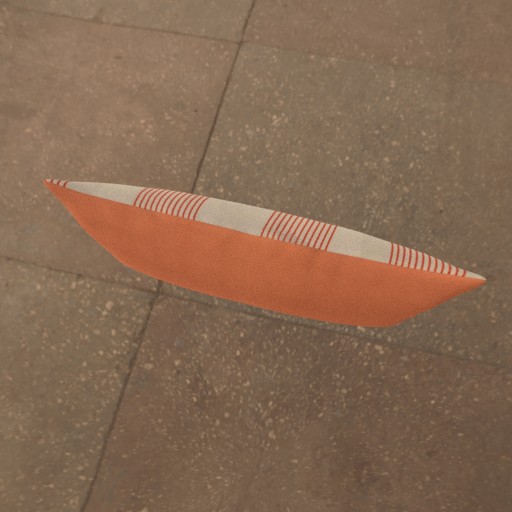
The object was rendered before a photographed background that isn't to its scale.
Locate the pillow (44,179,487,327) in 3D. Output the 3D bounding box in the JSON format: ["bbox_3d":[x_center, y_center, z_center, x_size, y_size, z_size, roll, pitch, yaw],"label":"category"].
[{"bbox_3d":[0.000,0.000,0.727,0.608,0.292,0.156,13,64,6],"label":"pillow"}]
